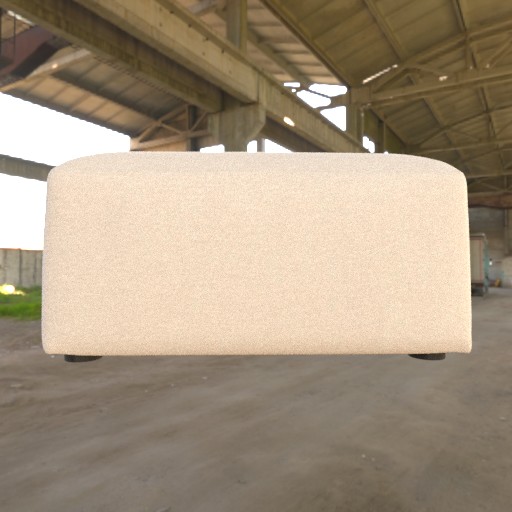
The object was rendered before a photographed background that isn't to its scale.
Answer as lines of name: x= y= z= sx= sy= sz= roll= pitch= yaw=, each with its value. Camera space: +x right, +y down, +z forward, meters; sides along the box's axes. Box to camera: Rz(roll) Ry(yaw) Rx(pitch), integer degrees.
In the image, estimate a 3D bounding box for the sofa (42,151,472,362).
sofa: x=0.000 y=0.000 z=1.180 sx=0.930 sy=0.470 sz=0.480 roll=0 pitch=-1 yaw=-2
